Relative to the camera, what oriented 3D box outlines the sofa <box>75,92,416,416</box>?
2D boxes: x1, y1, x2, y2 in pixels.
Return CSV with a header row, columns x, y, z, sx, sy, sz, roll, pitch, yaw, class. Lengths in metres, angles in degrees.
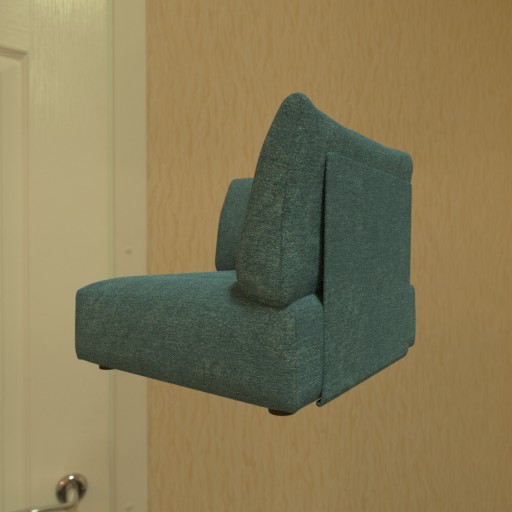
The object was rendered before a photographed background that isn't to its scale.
x,y,z,sx,sy,sz,roll,pitch,yaw,class
0.000,0.000,1.735,1.000,0.820,1.000,1,1,36,sofa
